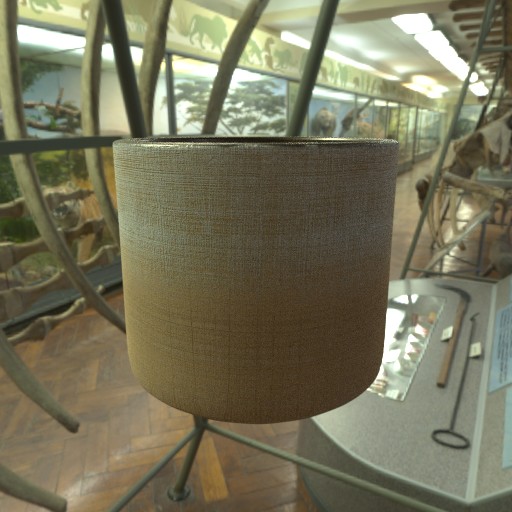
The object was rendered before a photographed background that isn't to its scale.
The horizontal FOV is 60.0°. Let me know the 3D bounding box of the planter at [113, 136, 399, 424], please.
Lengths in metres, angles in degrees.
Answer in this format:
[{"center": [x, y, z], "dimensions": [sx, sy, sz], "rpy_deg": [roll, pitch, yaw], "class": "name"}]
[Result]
[{"center": [0.000, 0.000, 0.432], "dimensions": [0.254, 0.221, 0.254], "rpy_deg": [0, 16, 0], "class": "planter"}]
